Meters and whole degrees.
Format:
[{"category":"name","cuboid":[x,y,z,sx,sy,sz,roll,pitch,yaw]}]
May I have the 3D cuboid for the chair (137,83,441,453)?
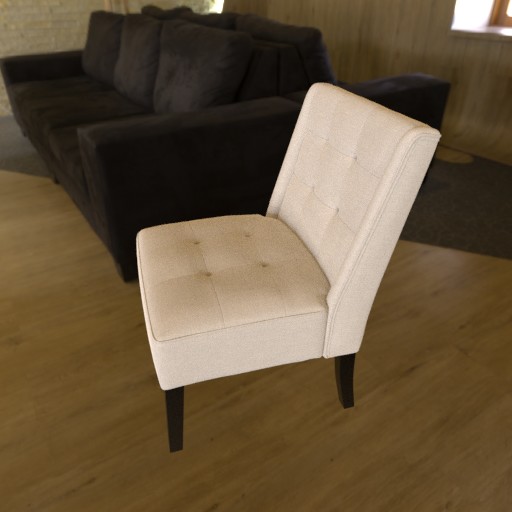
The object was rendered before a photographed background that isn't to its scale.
[{"category":"chair","cuboid":[0.000,0.000,1.301,0.676,0.853,0.569,-9,33,-14]}]
